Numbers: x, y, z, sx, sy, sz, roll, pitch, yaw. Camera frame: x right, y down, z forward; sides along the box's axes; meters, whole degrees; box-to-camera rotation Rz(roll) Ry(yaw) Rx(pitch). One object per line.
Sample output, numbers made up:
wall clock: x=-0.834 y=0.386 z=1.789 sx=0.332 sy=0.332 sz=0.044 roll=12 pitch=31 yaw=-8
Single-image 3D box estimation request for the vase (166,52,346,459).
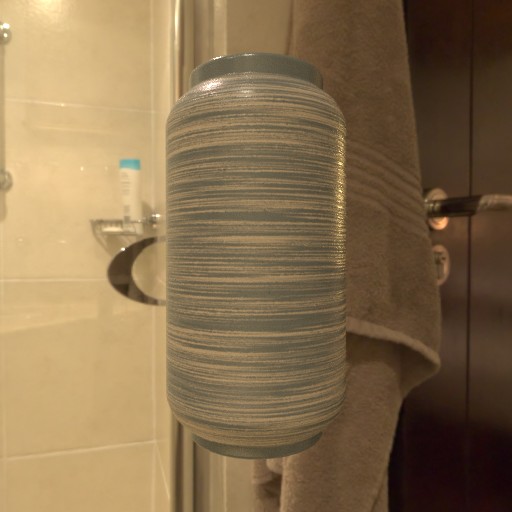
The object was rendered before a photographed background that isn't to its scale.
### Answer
vase: x=0.000 y=0.000 z=0.291 sx=0.116 sy=0.230 sz=0.116 roll=0 pitch=1 yaw=0
